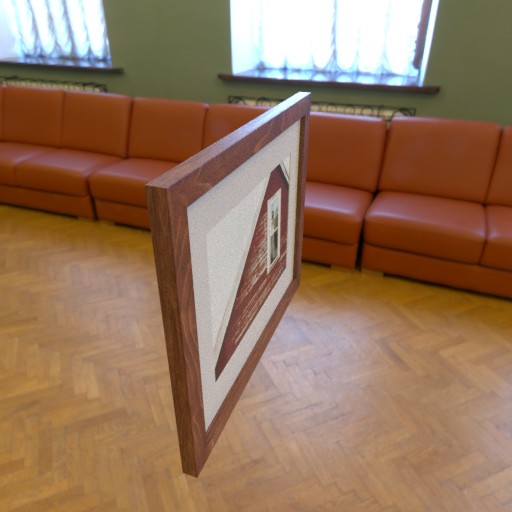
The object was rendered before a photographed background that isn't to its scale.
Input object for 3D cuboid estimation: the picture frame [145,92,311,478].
[{"bbox_3d":[0.000,0.000,0.776,0.025,0.457,0.559,11,32,18],"label":"picture frame"}]
